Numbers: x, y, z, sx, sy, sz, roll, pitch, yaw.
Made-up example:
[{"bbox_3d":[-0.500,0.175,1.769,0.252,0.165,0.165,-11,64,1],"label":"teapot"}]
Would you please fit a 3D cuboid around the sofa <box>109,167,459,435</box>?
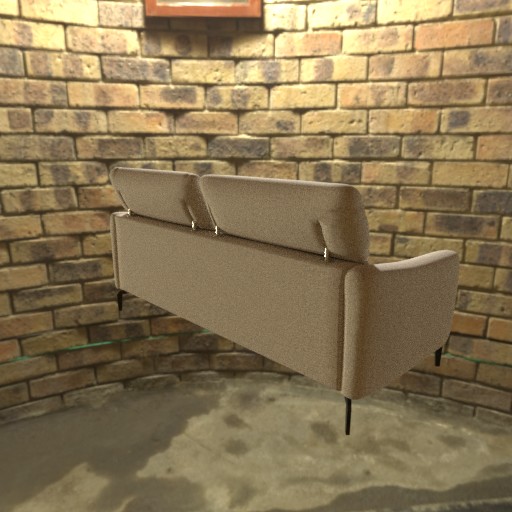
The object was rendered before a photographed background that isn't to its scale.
[{"bbox_3d":[0.000,0.000,2.509,0.856,0.956,2.015,-13,19,-42],"label":"sofa"}]
